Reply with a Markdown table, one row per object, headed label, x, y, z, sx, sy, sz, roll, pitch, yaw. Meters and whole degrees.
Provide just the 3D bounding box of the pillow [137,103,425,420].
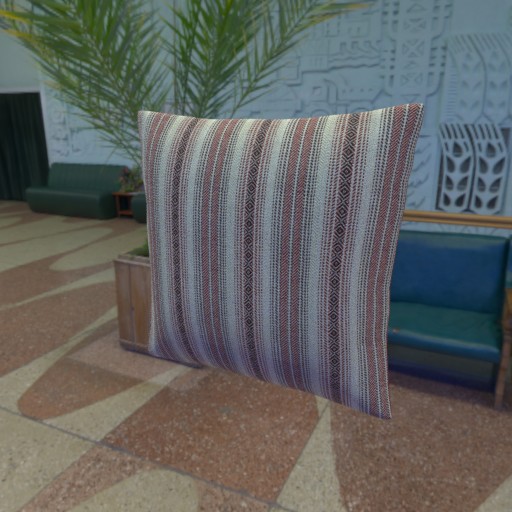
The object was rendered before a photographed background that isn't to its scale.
| label | x | y | z | sx | sy | sz | roll | pitch | yaw |
| --- | --- | --- | --- | --- | --- | --- | --- | --- | --- |
| pillow | 0.000 | 0.000 | 0.780 | 0.513 | 0.497 | 0.166 | 8 | 17 | 26 |
